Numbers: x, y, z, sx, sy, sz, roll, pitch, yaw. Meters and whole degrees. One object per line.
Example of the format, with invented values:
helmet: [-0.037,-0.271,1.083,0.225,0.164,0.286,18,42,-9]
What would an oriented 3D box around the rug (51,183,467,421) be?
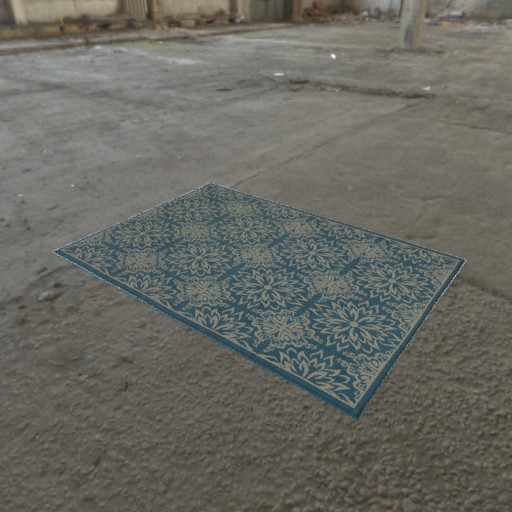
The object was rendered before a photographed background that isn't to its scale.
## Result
rug: [0.000,0.000,2.868,2.205,0.012,1.554,21,37,31]
